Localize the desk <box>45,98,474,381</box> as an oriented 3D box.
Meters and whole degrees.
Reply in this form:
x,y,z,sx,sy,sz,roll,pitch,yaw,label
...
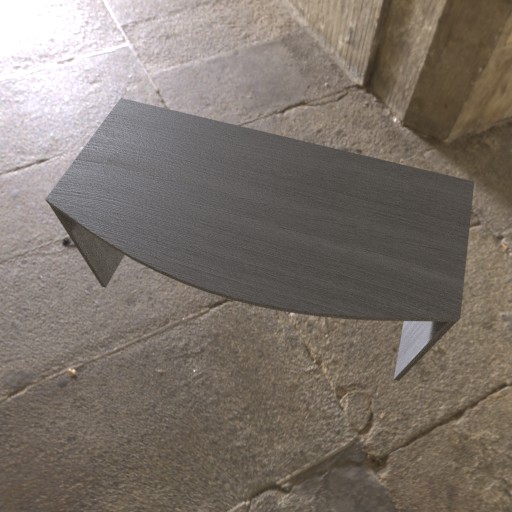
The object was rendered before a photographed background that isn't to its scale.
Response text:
x,y,z,sx,sy,sz,roll,pitch,yaw,label
0.000,0.000,2.052,1.600,0.750,0.802,16,60,10,desk
